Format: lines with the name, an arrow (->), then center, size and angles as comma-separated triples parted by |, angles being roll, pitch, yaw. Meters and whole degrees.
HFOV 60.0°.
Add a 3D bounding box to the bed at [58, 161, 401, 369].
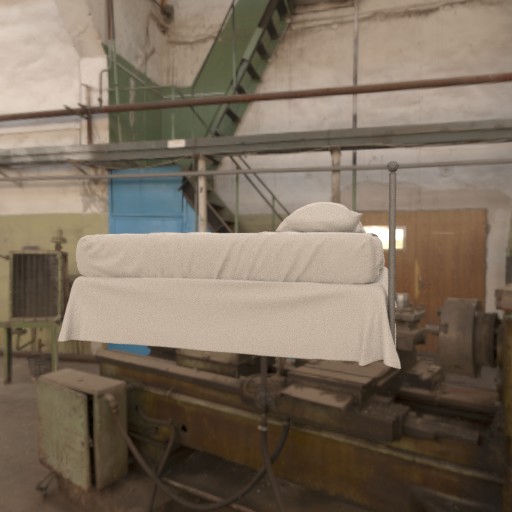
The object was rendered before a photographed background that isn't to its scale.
bed -> 0.000, 0.000, 3.602 | 2.220, 1.080, 2.309 | 1, 2, 17
